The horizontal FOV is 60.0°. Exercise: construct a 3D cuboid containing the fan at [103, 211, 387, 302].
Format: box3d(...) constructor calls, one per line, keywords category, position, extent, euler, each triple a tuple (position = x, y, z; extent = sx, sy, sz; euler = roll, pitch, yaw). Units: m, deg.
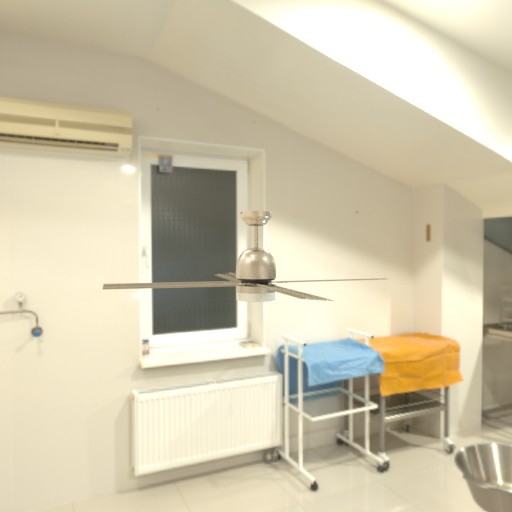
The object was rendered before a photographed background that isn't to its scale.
box3d(category="fan", position=(0.000, 0.000, 2.055), extent=(1.346, 0.406, 1.346), euler=(0, 1, -19))
